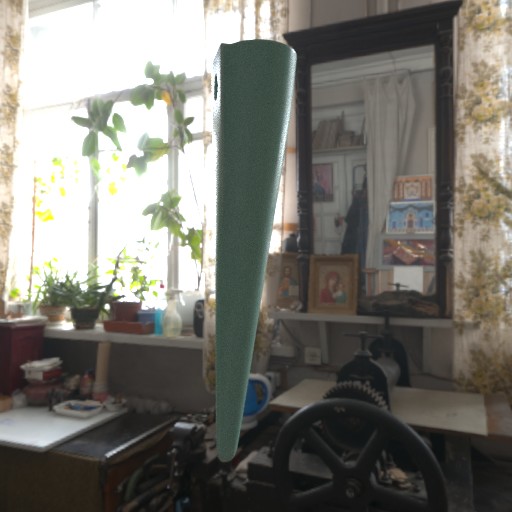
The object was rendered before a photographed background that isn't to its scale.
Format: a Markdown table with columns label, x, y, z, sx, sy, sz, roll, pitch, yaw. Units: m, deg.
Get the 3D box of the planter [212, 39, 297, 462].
| label | x | y | z | sx | sy | sz | roll | pitch | yaw |
| --- | --- | --- | --- | --- | --- | --- | --- | --- | --- |
| planter | 0.000 | 0.000 | 0.297 | 0.055 | 0.268 | 0.054 | 0 | -1 | -16 |
